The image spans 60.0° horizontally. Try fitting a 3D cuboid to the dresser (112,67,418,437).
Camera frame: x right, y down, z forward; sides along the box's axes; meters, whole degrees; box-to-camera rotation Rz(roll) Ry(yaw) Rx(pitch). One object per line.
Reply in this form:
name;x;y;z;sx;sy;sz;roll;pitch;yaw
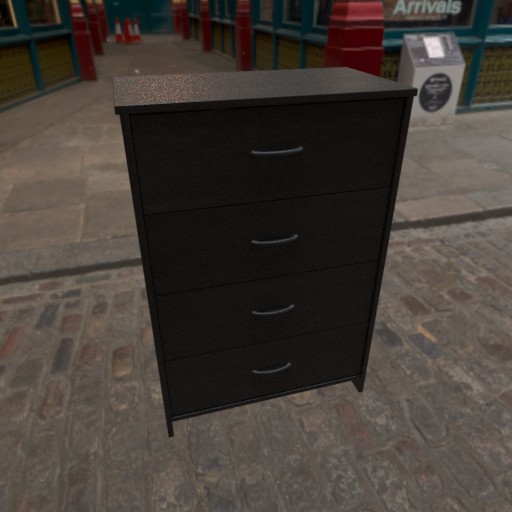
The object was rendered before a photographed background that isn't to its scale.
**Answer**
dresser;0.000;0.000;1.384;0.700;1.020;0.398;-8;31;-14
